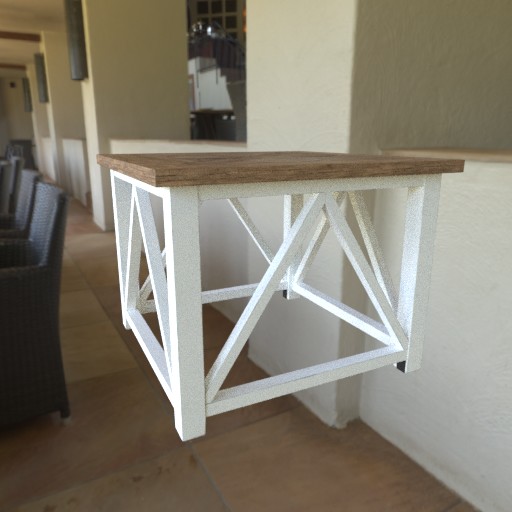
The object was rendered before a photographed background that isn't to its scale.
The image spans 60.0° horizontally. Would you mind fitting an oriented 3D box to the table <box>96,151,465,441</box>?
[{"bbox_3d":[0.000,0.000,1.215,0.700,0.532,0.700,-7,17,-25],"label":"table"}]
